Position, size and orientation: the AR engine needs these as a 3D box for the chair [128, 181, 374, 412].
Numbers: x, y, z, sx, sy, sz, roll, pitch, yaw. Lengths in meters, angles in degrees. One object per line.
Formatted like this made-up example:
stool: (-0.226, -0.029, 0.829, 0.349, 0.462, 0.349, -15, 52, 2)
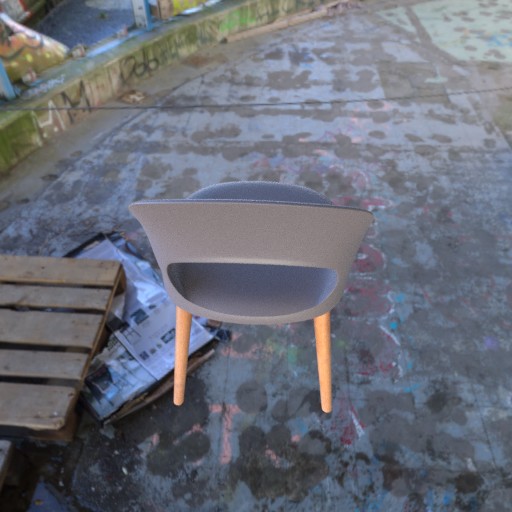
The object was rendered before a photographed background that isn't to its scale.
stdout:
chair: (0.000, 0.000, 1.127, 0.470, 0.795, 0.556, 2, 46, 2)
